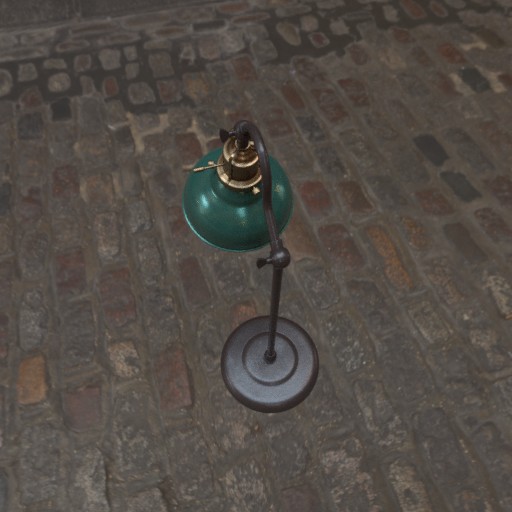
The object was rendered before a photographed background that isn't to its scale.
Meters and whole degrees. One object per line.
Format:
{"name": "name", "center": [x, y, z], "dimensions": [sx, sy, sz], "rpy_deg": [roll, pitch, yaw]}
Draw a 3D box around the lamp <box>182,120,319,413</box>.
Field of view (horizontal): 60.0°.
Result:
{"name": "lamp", "center": [0.000, 0.000, 0.694], "dimensions": [0.192, 0.508, 0.374], "rpy_deg": [-15, 59, -9]}
